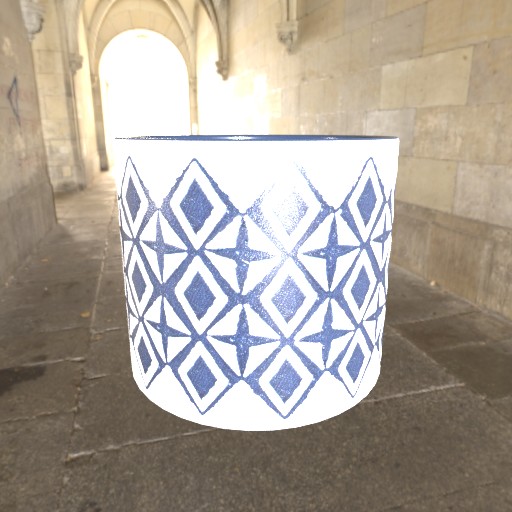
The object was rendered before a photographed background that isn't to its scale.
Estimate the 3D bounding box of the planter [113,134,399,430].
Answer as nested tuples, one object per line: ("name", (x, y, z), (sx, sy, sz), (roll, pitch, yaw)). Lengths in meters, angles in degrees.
("planter", (0.000, 0.000, 0.275), (0.159, 0.144, 0.159), (0, 16, 0))
